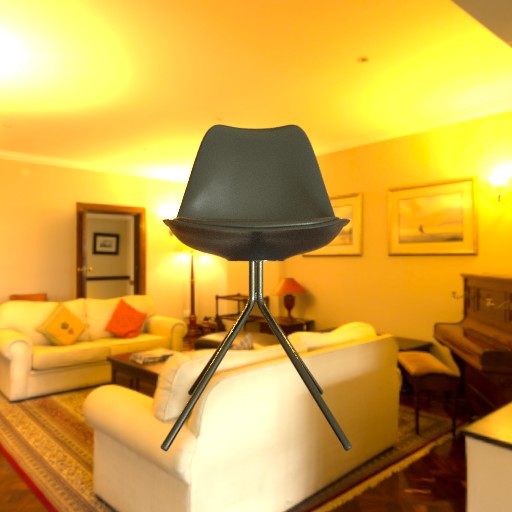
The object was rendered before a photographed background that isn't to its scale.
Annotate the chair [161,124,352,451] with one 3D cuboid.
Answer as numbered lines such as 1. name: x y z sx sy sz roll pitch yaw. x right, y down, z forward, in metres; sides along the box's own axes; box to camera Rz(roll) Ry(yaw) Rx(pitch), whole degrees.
1. chair: 0.000 0.000 1.179 0.461 0.850 0.525 0 -1 0
